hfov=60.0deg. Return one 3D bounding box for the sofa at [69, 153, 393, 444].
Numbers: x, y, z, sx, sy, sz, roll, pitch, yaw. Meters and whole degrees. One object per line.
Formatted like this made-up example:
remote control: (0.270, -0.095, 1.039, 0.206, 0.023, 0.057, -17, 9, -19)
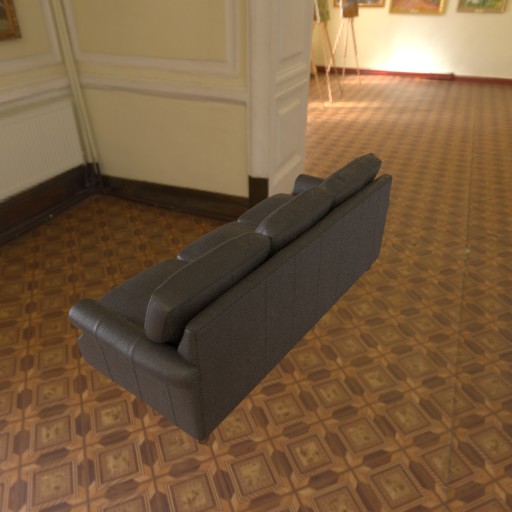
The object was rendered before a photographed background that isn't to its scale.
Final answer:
sofa: (0.000, 0.000, 2.990, 0.974, 0.977, 2.387, 22, 38, 30)
